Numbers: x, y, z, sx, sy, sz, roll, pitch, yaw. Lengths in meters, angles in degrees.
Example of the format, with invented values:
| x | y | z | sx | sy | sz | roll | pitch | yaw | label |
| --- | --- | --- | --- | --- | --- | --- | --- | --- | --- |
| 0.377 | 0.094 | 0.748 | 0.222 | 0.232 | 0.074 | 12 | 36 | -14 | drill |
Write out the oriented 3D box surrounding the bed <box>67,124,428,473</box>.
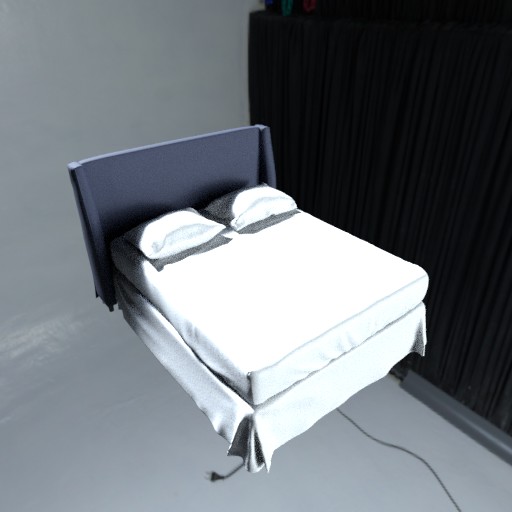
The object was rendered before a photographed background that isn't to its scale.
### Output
| x | y | z | sx | sy | sz | roll | pitch | yaw | label |
| --- | --- | --- | --- | --- | --- | --- | --- | --- | --- |
| 0.000 | 0.000 | 3.442 | 1.925 | 1.332 | 2.276 | -22 | 37 | -32 | bed |
